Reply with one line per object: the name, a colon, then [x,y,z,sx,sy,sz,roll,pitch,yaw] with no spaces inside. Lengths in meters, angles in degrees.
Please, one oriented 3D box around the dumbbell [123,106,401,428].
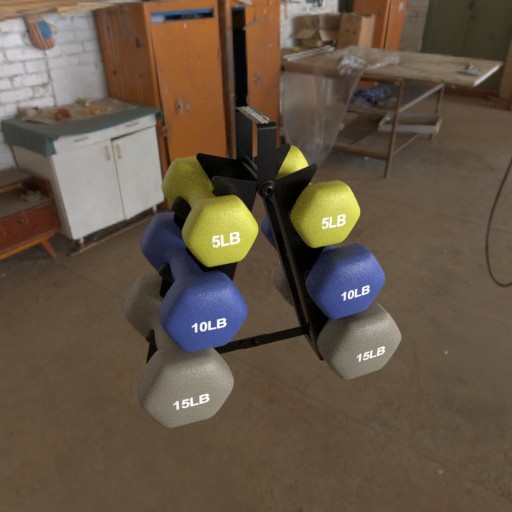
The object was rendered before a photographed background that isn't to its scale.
dumbbell: [0.000,0.000,0.676,0.416,0.426,0.261,-10,33,-16]
